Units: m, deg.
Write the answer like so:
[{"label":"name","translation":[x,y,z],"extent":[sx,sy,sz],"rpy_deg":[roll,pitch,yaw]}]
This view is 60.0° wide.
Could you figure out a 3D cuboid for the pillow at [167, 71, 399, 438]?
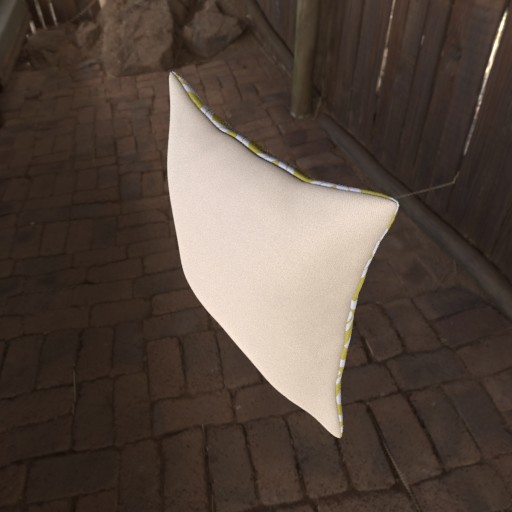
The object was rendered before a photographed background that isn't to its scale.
[{"label":"pillow","translation":[0.000,0.000,0.773],"extent":[0.188,0.494,0.504],"rpy_deg":[-25,46,-27]}]
